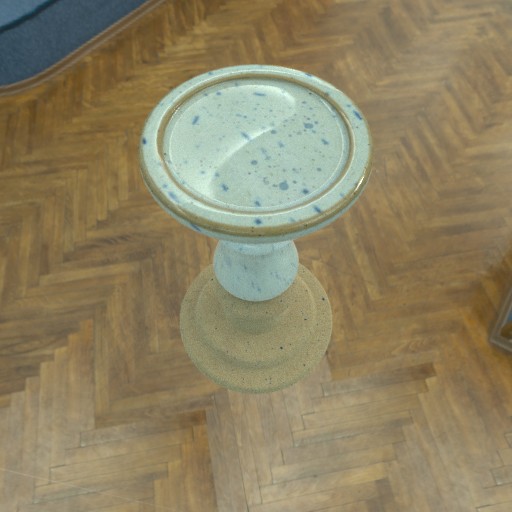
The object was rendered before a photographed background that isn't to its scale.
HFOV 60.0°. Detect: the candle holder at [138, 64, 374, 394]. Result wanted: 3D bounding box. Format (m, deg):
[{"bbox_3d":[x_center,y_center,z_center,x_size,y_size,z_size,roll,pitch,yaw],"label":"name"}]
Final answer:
[{"bbox_3d":[0.000,0.000,0.280,0.123,0.202,0.123,0,58,0],"label":"candle holder"}]
